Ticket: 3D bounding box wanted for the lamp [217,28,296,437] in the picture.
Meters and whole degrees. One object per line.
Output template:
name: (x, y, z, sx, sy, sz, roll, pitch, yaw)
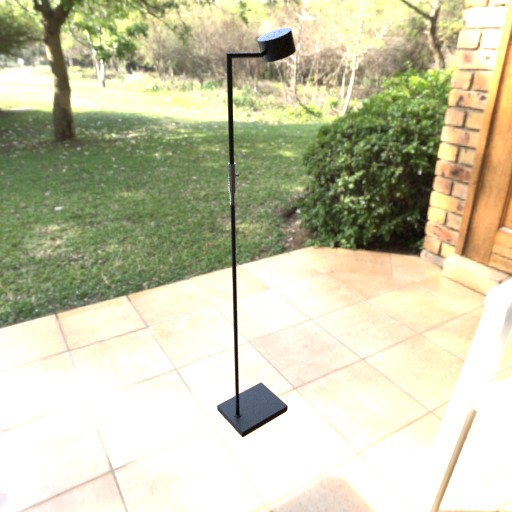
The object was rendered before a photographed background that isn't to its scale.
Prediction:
lamp: (0.000, 0.000, 1.741, 0.304, 1.600, 0.203, -18, 31, -33)
